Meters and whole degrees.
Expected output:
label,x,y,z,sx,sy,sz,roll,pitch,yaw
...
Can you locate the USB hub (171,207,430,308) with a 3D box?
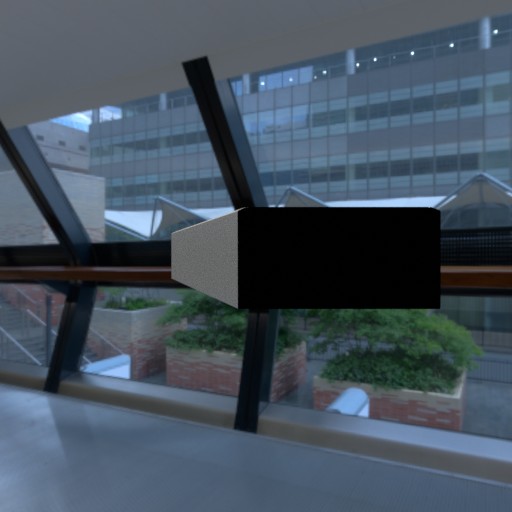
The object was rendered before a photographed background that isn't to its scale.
label,x,y,z,sx,sy,sz,roll,pitch,yaw
USB hub,0.000,0.000,0.160,0.044,0.023,0.145,0,0,-18
